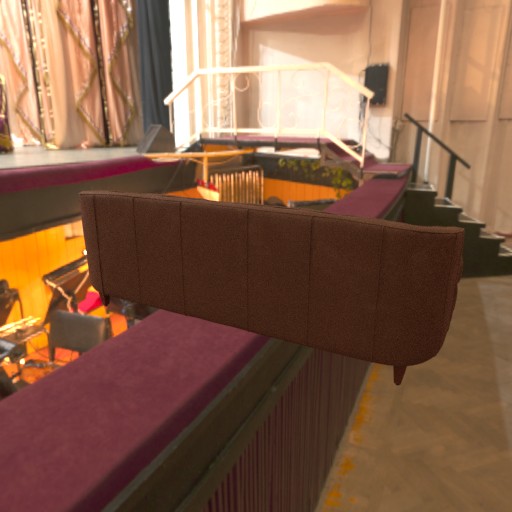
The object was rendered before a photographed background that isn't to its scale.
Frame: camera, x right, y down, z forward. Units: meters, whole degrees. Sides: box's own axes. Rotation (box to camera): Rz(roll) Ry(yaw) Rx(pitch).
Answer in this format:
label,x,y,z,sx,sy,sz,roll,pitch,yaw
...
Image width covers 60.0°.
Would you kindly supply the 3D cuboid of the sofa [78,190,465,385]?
label,x,y,z,sx,sy,sz,roll,pitch,yaw
sofa,0.000,0.000,2.672,2.227,0.787,0.927,9,19,28
